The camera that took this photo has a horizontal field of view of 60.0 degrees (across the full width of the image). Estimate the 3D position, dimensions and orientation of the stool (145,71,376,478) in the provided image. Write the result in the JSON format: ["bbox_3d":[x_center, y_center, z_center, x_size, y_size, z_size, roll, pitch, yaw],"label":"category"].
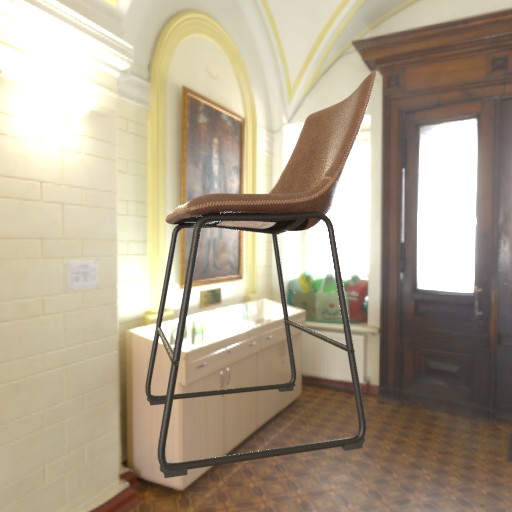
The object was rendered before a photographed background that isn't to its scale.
[{"bbox_3d":[0.000,0.000,1.176,0.550,0.890,0.460,0,1,-17],"label":"stool"}]
